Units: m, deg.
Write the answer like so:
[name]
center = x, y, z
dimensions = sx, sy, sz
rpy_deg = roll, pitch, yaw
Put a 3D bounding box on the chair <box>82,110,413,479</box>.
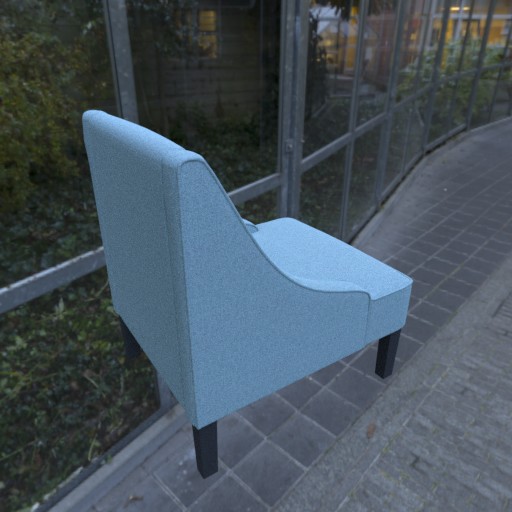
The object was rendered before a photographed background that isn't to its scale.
[chair]
center = 0.000, 0.000, 1.829
dimensions = 1.025, 1.133, 0.857
rpy_deg = -17, 31, -30
